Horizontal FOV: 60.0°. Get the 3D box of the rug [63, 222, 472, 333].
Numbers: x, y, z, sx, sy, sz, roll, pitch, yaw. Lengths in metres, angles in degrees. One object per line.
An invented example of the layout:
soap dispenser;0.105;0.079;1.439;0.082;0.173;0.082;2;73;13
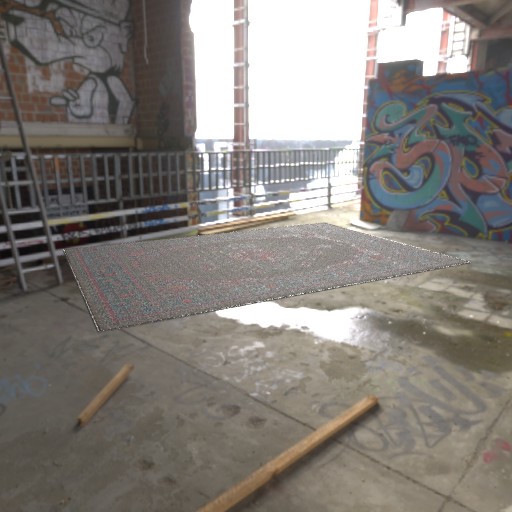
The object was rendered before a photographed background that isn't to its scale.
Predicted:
rug;0.000;0.000;3.786;2.890;0.013;2.005;-8;17;-27
